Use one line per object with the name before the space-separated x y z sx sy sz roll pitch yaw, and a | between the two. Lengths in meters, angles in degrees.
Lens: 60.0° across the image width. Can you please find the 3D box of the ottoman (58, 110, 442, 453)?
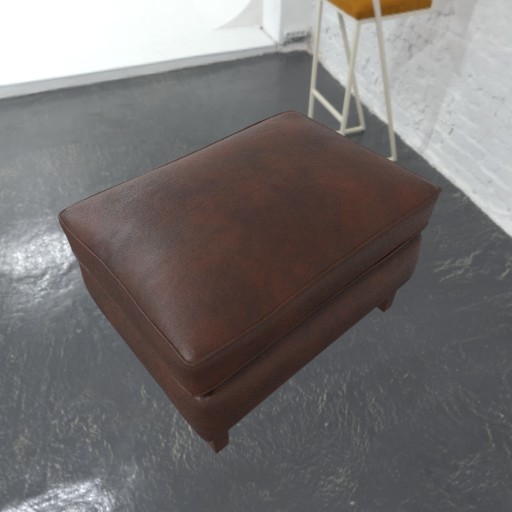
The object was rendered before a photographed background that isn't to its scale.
ottoman | 0.000 0.000 1.009 0.665 0.432 0.501 -32 53 -27
